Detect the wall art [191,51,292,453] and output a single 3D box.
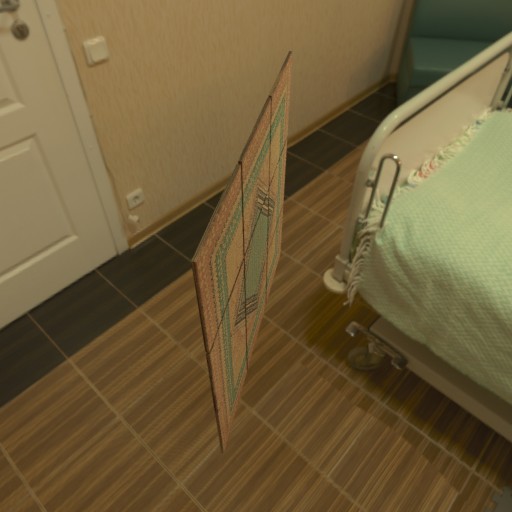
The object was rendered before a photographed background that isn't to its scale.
[{"bbox_3d":[0.000,0.000,1.865,0.013,1.213,1.215,10,48,9],"label":"wall art"}]
